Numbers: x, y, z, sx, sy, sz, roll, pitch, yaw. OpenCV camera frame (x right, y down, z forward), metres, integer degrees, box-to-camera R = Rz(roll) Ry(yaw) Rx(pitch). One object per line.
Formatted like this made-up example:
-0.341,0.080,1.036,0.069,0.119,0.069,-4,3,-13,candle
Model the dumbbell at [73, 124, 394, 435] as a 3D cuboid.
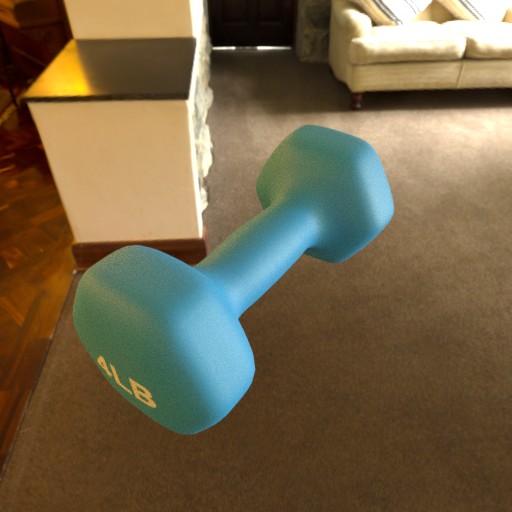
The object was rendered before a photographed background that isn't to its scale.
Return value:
0.000,0.000,0.193,0.074,0.066,0.152,26,47,27,dumbbell
